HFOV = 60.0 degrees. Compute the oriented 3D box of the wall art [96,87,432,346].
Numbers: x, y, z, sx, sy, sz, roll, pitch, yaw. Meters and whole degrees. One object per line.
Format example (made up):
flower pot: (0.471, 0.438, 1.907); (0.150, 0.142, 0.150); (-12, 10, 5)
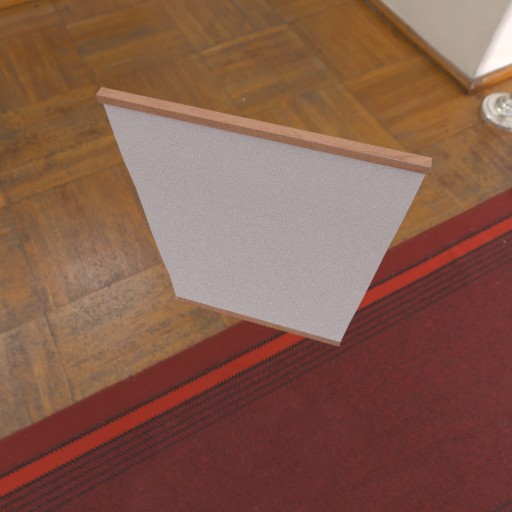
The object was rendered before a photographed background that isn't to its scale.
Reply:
wall art: (0.000, 0.000, 0.646); (0.332, 0.508, 0.012); (15, 61, 8)
